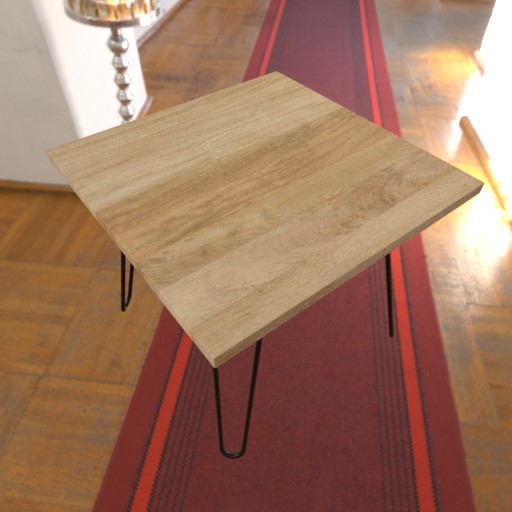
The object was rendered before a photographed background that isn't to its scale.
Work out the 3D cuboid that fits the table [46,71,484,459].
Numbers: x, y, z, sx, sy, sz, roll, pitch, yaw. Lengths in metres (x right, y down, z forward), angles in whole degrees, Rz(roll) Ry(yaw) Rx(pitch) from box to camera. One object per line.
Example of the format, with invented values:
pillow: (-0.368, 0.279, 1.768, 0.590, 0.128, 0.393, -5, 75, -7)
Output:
table: (0.000, 0.000, 1.028, 0.599, 0.500, 0.599, -29, 53, -25)
